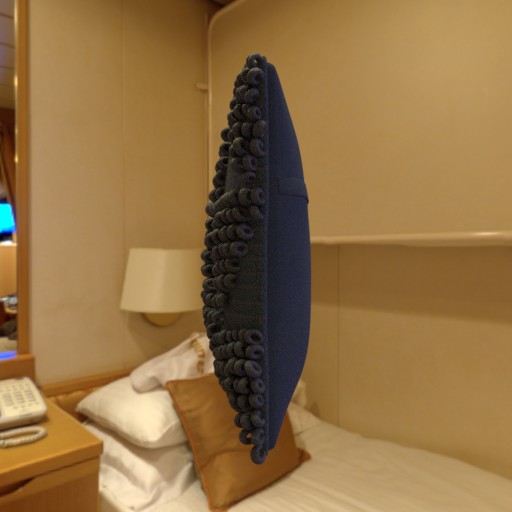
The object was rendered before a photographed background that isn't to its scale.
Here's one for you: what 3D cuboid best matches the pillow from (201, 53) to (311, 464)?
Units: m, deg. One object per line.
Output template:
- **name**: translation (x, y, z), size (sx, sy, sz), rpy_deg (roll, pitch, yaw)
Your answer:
- **pillow**: translation (0.000, 0.000, 0.718), size (0.172, 0.466, 0.469), rpy_deg (0, 1, 0)
